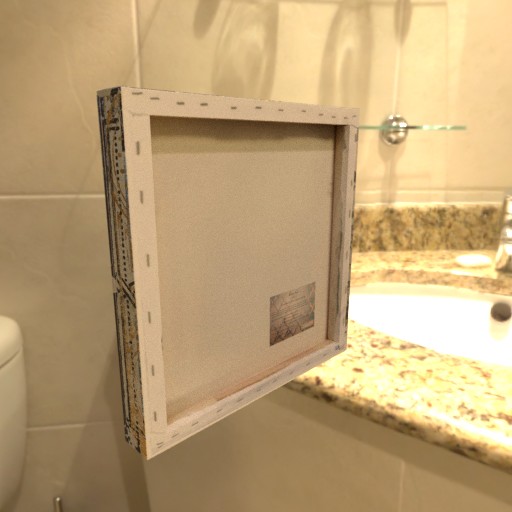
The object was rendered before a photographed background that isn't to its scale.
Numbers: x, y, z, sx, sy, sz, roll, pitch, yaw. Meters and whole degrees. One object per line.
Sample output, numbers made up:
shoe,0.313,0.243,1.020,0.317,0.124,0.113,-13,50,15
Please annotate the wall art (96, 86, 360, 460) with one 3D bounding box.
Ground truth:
wall art,0.000,0.000,0.462,0.302,0.306,0.038,-14,20,-43
